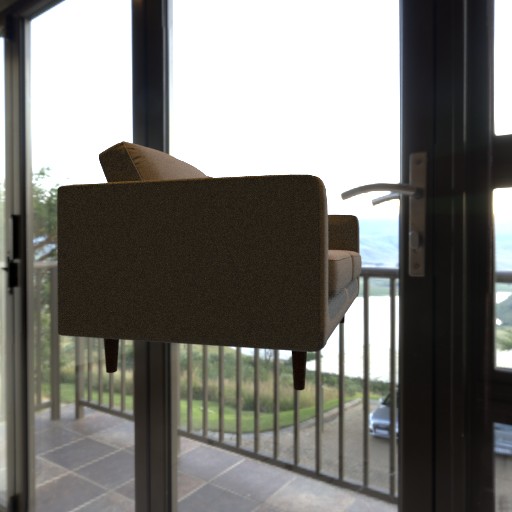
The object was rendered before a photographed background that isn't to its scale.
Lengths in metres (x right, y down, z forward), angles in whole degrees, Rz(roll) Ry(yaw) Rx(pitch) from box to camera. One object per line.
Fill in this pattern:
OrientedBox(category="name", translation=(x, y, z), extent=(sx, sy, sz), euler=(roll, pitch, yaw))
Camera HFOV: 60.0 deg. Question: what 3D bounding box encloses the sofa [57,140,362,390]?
OrientedBox(category="sofa", translation=(0.000, 0.000, 2.298), extent=(1.000, 0.900, 1.731), euler=(0, 1, 17))
